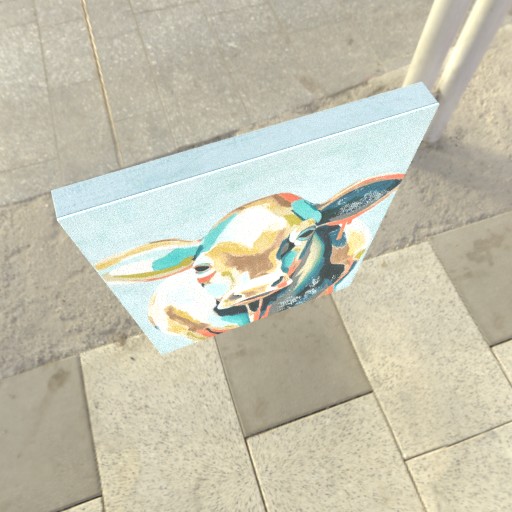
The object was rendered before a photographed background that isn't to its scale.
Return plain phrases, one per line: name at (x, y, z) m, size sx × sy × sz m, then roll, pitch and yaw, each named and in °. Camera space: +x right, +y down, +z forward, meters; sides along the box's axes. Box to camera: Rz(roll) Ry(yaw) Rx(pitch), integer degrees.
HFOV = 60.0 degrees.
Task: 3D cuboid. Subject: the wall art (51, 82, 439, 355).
wall art at (0.000, 0.000, 0.679) m, size 0.409 × 0.509 × 0.037 m, roll -19°, pitch 65°, yaw -9°
